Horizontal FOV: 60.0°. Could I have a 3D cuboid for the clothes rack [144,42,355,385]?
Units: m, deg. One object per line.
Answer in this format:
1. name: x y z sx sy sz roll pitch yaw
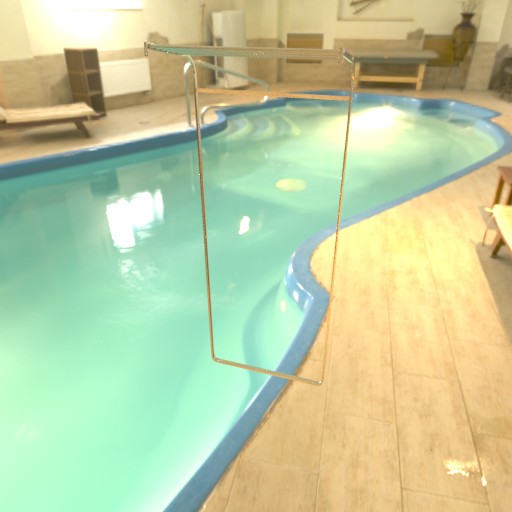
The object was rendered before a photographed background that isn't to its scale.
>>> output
1. clothes rack: 0.000 0.000 1.794 0.609 1.574 0.349 9 31 16
